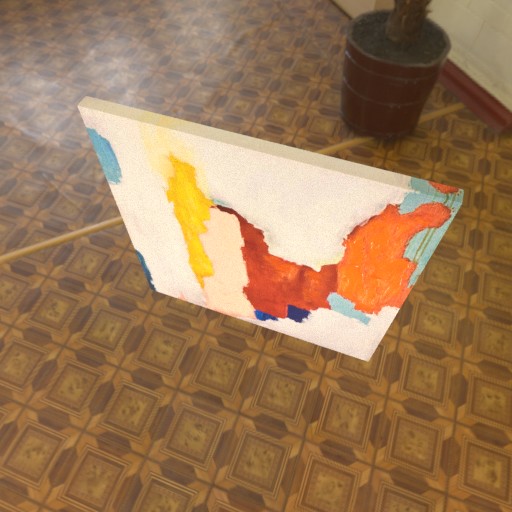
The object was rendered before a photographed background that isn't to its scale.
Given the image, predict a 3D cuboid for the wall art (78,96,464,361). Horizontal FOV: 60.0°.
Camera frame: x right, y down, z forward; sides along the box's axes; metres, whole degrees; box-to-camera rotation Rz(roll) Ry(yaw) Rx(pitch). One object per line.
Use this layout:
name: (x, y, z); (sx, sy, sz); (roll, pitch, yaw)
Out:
wall art: (0.000, 0.000, 1.233); (0.814, 0.814, 0.037); (17, 58, 11)
